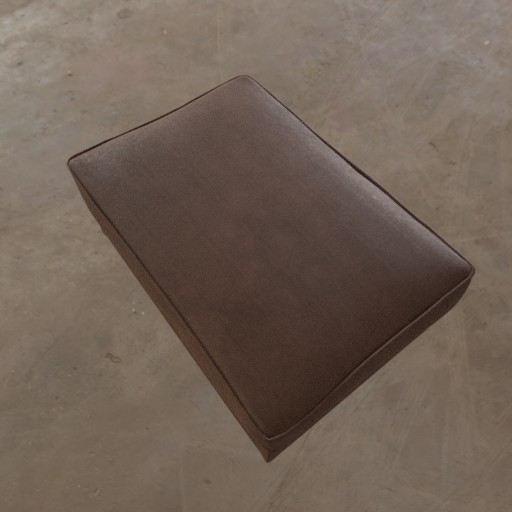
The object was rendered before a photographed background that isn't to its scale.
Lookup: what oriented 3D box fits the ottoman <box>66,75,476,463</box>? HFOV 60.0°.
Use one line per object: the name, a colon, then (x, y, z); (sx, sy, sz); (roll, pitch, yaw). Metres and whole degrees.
ottoman: (0.000, 0.000, 1.192); (0.596, 0.481, 0.860); (-33, 64, -19)
